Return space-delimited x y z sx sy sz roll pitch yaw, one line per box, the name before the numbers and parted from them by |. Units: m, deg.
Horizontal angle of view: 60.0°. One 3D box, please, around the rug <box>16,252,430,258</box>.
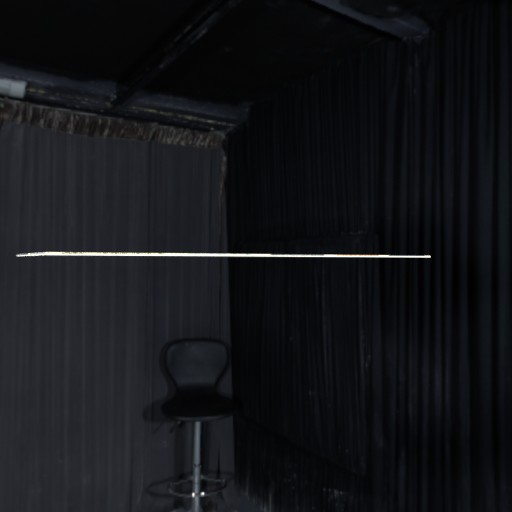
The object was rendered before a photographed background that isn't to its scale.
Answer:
rug | 0.000 0.000 2.477 2.287 0.011 0.687 0 -1 -36
